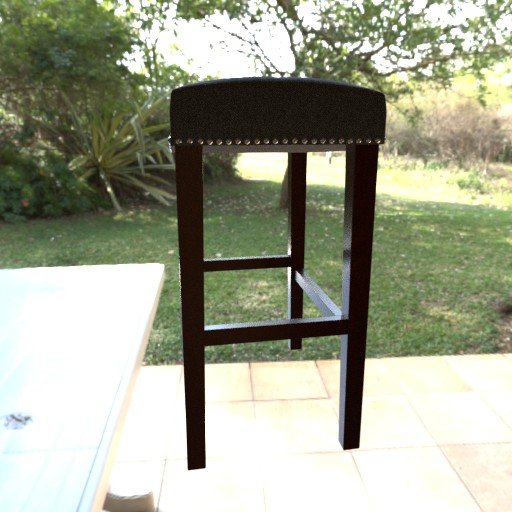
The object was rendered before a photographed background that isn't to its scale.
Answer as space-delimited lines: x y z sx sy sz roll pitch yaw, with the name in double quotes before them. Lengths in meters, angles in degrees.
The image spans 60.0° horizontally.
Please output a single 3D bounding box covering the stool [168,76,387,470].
"stool" 0.000 0.000 1.039 0.372 0.742 0.504 -3 16 -10
